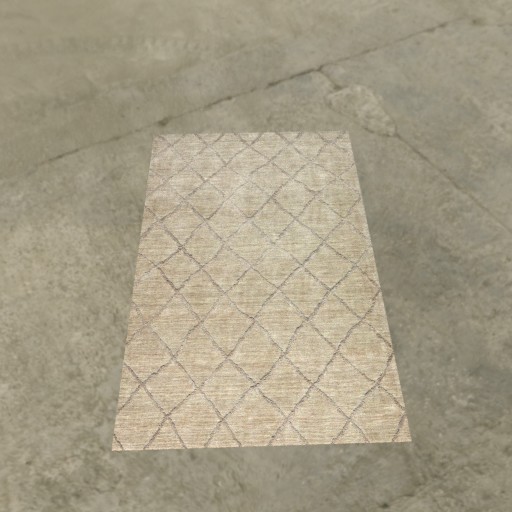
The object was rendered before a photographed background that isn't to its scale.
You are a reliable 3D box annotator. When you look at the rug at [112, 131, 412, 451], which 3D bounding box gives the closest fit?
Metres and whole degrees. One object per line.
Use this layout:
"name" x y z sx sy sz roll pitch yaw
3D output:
"rug" 0.000 0.000 2.857 1.521 0.015 2.280 -1 58 -1
